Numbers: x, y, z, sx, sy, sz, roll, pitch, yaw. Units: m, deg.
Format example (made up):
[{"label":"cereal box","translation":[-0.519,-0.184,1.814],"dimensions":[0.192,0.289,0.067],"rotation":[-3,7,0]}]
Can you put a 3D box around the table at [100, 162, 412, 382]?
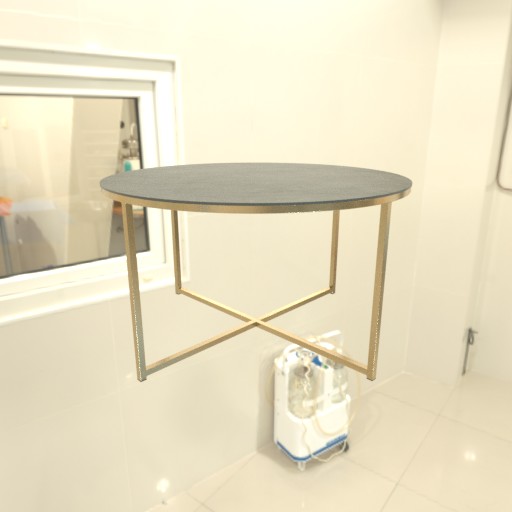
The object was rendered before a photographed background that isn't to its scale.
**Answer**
[{"label":"table","translation":[0.000,0.000,1.263],"dimensions":[0.800,0.450,0.800],"rotation":[0,17,0]}]
